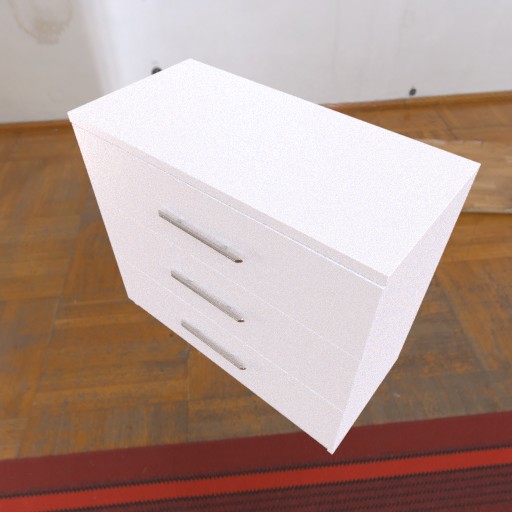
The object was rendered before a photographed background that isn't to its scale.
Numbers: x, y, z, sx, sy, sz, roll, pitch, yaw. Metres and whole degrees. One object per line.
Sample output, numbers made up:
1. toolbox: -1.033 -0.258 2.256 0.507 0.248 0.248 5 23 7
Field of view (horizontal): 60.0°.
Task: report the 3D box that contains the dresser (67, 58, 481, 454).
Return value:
1. dresser: 0.000 0.000 1.229 0.830 0.740 0.420 30 53 26
